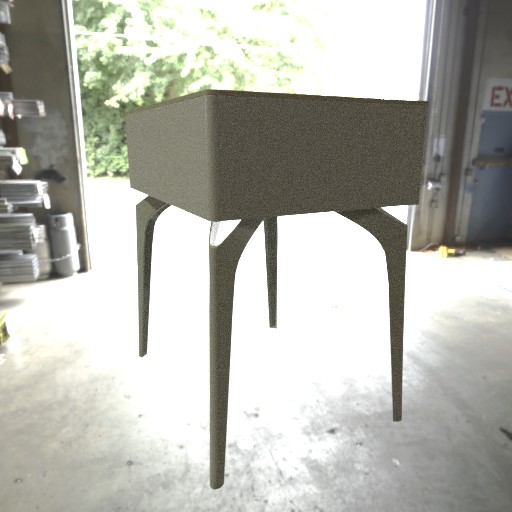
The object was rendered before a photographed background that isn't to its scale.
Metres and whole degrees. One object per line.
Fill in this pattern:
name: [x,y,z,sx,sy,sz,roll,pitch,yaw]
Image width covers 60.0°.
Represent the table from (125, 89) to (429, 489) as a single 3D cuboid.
table: [0.000,0.000,0.897,0.400,0.570,0.500,-7,16,-26]
